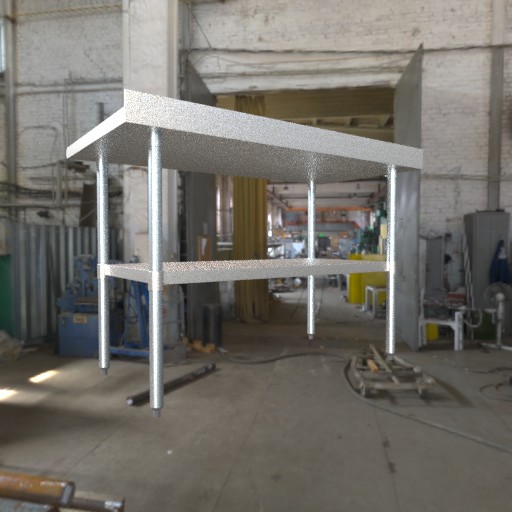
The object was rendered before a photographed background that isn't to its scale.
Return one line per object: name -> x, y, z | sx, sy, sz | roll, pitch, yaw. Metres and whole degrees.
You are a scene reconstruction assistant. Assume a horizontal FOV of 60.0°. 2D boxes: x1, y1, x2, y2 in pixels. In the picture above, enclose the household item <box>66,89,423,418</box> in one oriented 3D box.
household item -> 0.000, 0.000, 1.691 | 1.219, 0.851, 0.610 | -1, 2, -36
